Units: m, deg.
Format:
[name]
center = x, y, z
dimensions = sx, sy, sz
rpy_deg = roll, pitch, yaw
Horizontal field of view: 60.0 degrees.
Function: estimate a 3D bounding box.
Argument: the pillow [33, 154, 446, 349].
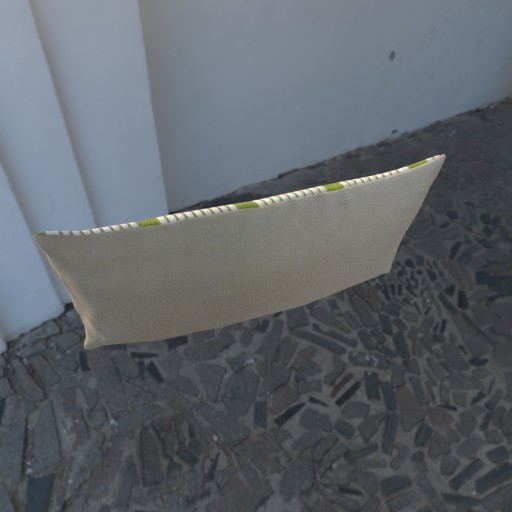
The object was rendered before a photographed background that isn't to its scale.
[pillow]
center = 0.000, 0.000, 0.732
dimensions = 0.608, 0.292, 0.156
rpy_deg = -13, 42, -15
